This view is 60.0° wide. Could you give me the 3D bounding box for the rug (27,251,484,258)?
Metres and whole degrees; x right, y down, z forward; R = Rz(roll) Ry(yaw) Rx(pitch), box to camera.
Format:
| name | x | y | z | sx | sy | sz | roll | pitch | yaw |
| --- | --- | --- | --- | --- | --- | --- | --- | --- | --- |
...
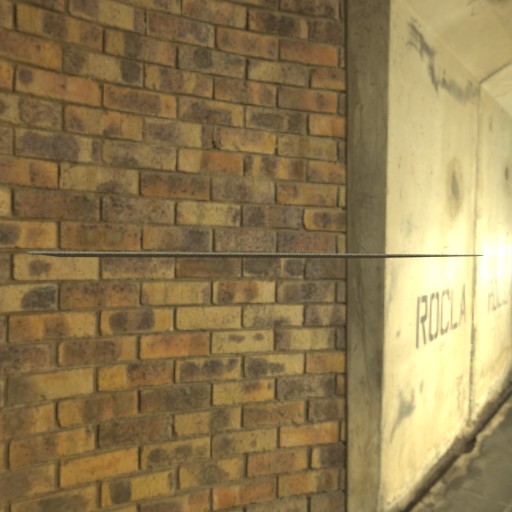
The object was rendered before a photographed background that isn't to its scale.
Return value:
| name | x | y | z | sx | sy | sz | roll | pitch | yaw |
| --- | --- | --- | --- | --- | --- | --- | --- | --- | --- |
| rug | 0.000 | 0.000 | 3.547 | 3.048 | 0.011 | 1.546 | 0 | -1 | -18 |
